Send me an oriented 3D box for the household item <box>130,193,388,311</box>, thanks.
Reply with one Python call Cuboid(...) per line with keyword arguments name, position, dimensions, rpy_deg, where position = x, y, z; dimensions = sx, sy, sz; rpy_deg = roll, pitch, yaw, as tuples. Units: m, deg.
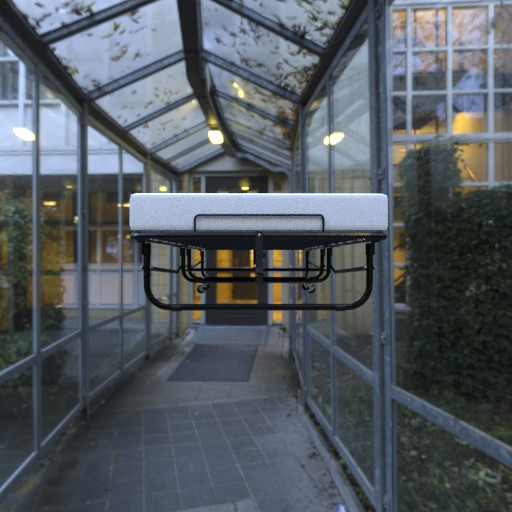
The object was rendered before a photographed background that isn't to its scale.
Cuboid(name="household item", position=(0.000, 0.000, 2.193), dimensions=(0.787, 0.356, 1.905), rpy_deg=(0, 0, -1))
